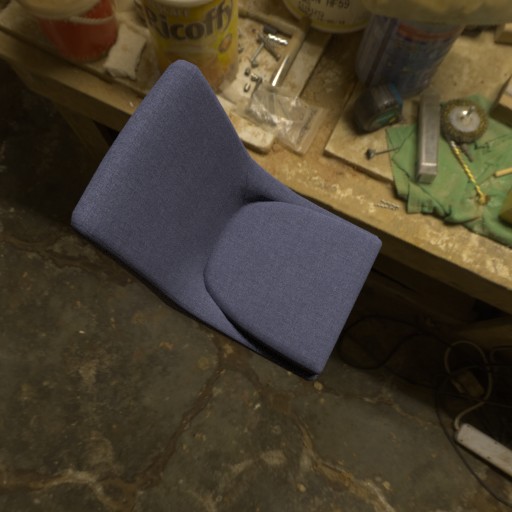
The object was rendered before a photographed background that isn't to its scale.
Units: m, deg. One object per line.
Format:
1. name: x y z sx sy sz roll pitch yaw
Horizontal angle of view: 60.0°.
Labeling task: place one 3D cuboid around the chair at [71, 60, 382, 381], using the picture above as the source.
1. chair: 0.000 0.000 1.348 0.655 0.952 0.508 27 78 6
